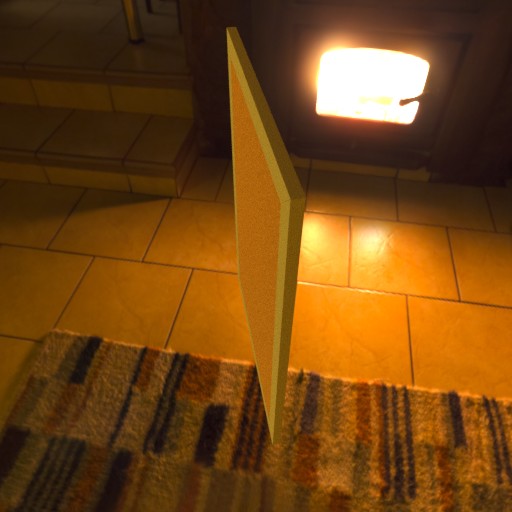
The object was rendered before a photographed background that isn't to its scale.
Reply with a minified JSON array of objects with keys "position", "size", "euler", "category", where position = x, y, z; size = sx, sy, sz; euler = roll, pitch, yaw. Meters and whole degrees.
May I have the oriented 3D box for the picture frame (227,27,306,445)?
[{"position":[0.000,0.000,0.588],"size":[0.011,0.459,0.326],"euler":[-8,47,-7],"category":"picture frame"}]
